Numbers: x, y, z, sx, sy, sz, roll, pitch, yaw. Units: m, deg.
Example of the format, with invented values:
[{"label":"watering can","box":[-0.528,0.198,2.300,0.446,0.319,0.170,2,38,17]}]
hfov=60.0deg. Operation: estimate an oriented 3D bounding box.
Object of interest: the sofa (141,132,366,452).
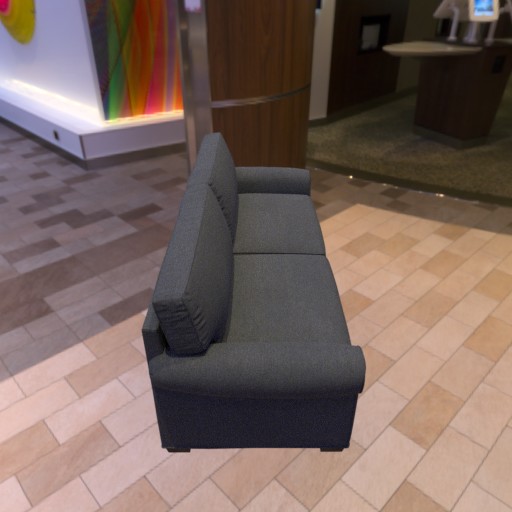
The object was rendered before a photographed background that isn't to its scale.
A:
[{"label":"sofa","box":[0.000,0.000,2.892,0.954,1.026,2.391,0,32,0]}]
